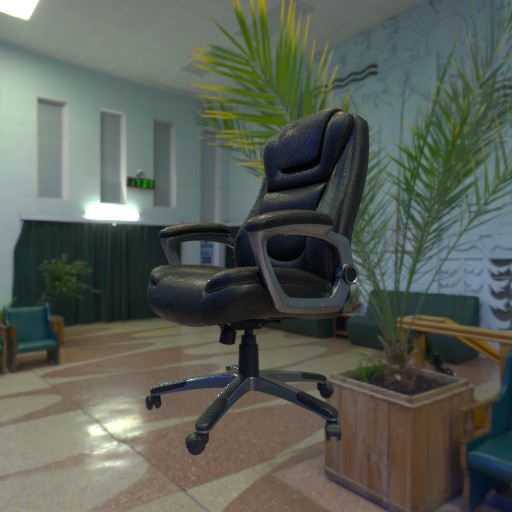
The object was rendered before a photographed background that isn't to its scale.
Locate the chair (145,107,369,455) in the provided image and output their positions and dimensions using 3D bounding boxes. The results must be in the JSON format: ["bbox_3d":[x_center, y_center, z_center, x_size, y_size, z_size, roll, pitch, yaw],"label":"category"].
[{"bbox_3d":[0.000,0.000,1.521,0.689,1.075,0.697,0,0,-36],"label":"chair"}]
